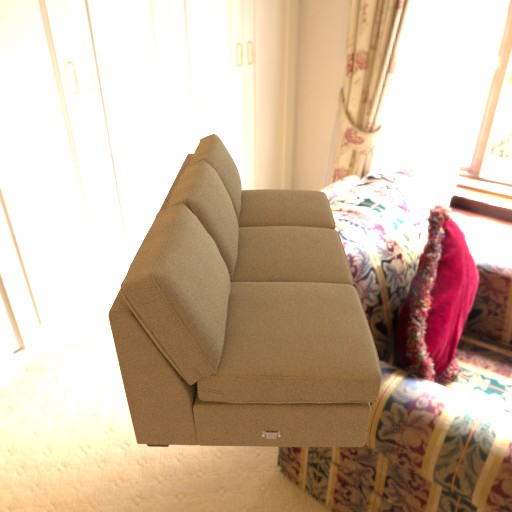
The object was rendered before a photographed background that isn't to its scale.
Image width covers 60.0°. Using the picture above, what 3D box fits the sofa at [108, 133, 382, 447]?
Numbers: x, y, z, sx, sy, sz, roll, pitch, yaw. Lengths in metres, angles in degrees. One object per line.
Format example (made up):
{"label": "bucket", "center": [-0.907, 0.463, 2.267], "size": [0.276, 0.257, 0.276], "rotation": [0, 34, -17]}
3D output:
{"label": "sofa", "center": [0.000, 0.000, 2.738], "size": [1.127, 1.036, 2.092], "rotation": [1, 30, 1]}
